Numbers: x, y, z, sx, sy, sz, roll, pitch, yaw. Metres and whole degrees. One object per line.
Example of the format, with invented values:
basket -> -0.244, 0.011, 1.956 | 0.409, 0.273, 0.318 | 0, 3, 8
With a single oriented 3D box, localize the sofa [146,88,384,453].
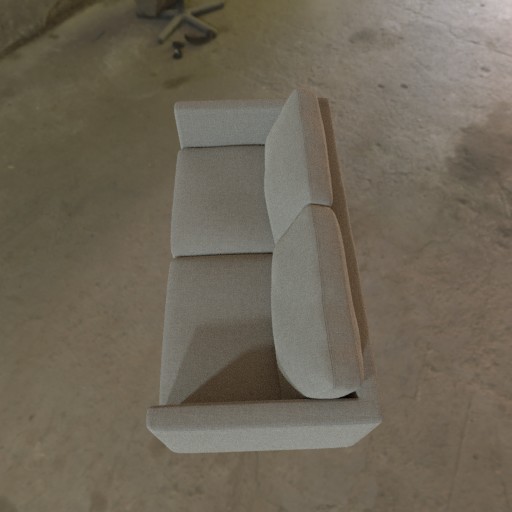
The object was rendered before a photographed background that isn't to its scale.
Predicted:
sofa -> 0.000, 0.000, 2.410 | 0.951, 0.947, 1.884 | -2, 59, -1
